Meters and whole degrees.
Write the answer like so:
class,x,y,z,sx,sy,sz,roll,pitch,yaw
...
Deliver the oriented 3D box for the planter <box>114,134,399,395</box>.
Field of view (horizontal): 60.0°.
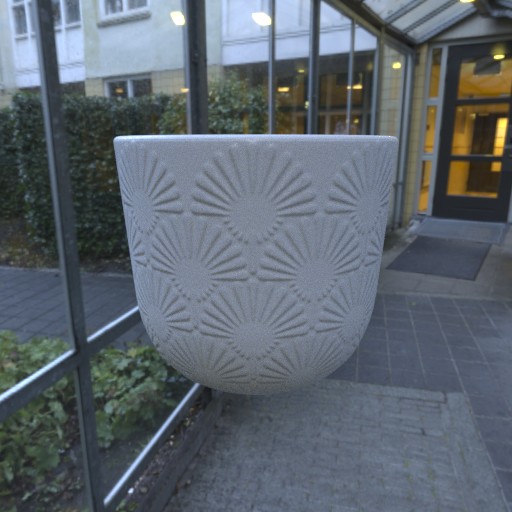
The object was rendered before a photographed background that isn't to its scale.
class,x,y,z,sx,sy,sz,roll,pitch,yaw
planter,0.000,0.000,0.294,0.170,0.152,0.170,0,14,0
